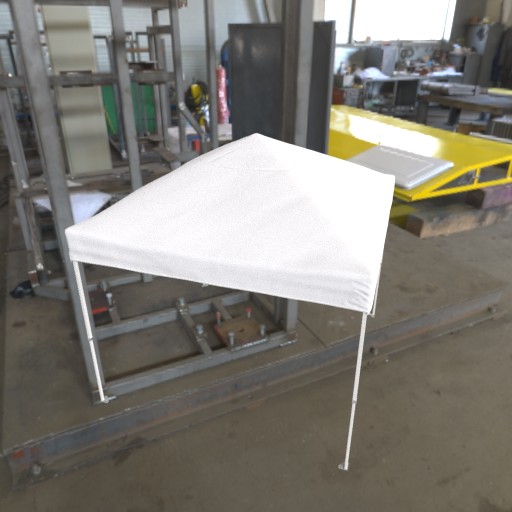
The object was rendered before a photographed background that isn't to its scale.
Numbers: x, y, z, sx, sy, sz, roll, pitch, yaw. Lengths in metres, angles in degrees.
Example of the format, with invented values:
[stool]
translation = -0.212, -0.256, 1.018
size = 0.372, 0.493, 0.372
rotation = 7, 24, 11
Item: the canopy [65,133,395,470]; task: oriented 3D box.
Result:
[canopy]
translation = 0.000, 0.000, 5.510
size = 2.996, 2.997, 2.998
rotation = 9, 28, 17
